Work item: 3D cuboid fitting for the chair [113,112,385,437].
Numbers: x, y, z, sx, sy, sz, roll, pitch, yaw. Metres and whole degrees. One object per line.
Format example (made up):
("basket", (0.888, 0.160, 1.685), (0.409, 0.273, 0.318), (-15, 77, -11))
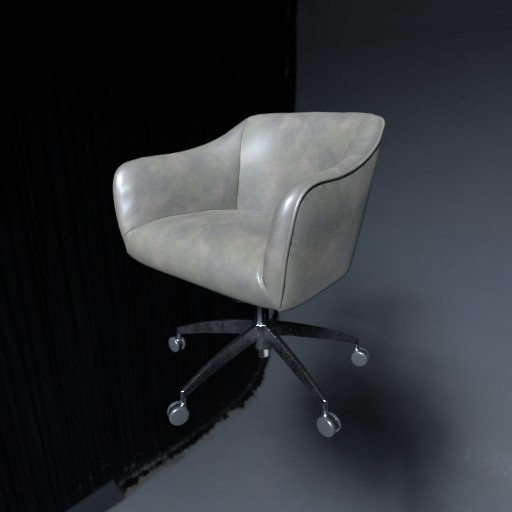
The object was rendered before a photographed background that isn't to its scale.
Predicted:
("chair", (0.000, 0.000, 1.330), (0.713, 0.827, 0.689), (15, 23, 40))
